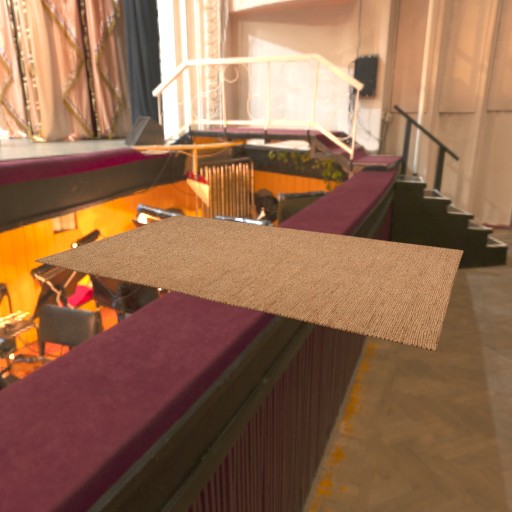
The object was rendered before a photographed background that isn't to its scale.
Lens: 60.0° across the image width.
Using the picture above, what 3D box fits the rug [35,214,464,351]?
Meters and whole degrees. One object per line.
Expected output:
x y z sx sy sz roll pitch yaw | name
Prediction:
0.000 0.000 2.961 2.439 0.011 1.533 9 20 26 | rug
